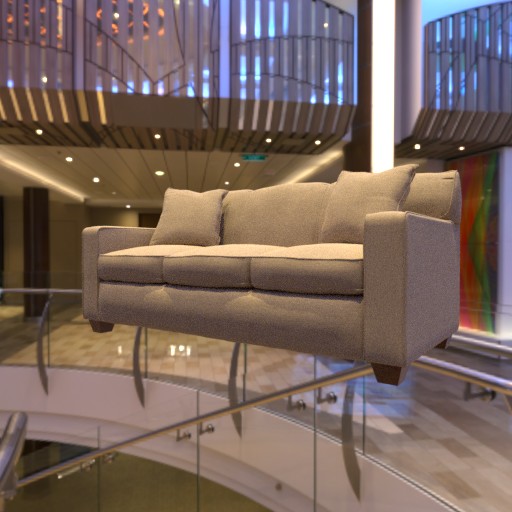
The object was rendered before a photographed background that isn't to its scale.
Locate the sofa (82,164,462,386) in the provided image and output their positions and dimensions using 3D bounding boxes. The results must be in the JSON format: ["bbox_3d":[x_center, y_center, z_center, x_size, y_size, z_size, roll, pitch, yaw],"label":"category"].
[{"bbox_3d":[0.000,0.000,2.551,2.024,0.958,0.997,1,1,35],"label":"sofa"}]
